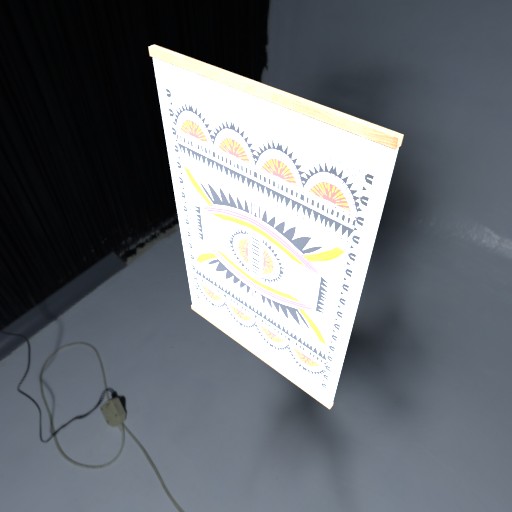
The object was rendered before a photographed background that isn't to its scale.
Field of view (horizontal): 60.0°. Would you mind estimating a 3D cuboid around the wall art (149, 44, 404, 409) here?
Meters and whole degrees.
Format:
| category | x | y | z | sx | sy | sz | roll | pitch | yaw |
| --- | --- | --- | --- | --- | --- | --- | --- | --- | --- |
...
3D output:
| category | x | y | z | sx | sy | sz | roll | pitch | yaw |
| --- | --- | --- | --- | --- | --- | --- | --- | --- | --- |
| wall art | 0.000 | 0.000 | 1.936 | 0.999 | 1.533 | 0.028 | 31 | 53 | 27 |
